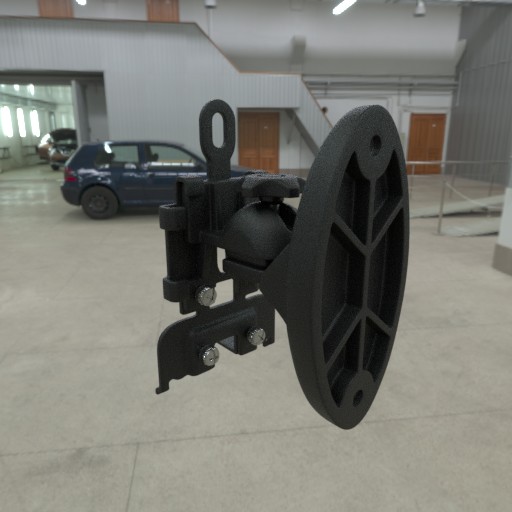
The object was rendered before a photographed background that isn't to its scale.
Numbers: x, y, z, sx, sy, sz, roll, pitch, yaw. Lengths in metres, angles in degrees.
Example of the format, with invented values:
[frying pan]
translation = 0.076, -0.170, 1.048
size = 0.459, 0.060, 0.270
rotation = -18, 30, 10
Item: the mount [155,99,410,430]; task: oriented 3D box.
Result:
[mount]
translation = 0.000, 0.000, 0.173
size = 0.066, 0.118, 0.100
rotation = -14, 21, -41
